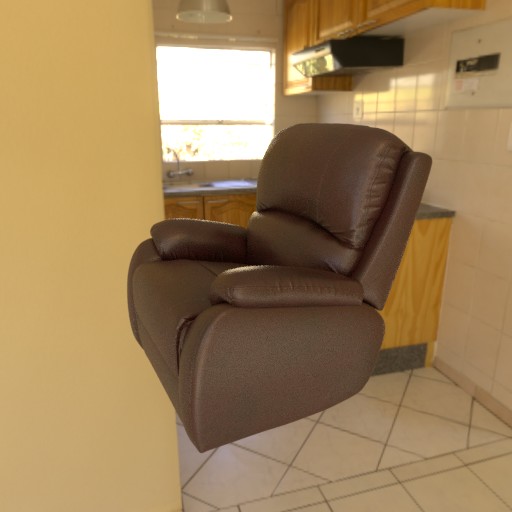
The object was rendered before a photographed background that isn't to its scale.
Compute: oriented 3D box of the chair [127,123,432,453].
[{"bbox_3d":[0.000,0.000,1.758,0.899,1.011,0.930,-8,19,-26],"label":"chair"}]
